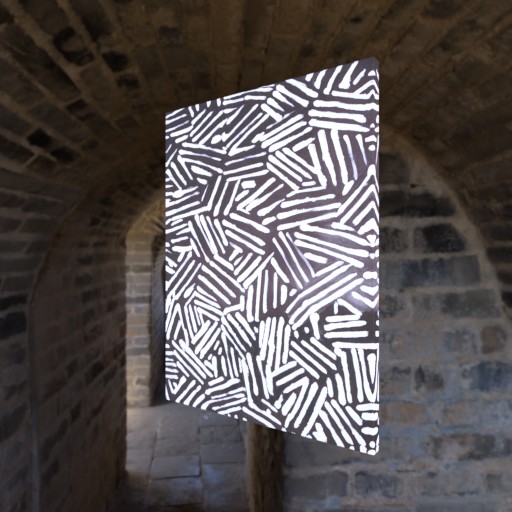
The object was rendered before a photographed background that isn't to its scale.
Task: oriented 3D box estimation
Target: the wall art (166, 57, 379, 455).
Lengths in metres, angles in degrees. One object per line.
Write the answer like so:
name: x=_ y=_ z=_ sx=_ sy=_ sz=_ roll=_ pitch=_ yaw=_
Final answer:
wall art: x=0.000 y=0.000 z=1.365 sx=0.765 sy=1.017 sz=0.038 roll=0 pitch=0 yaw=36
